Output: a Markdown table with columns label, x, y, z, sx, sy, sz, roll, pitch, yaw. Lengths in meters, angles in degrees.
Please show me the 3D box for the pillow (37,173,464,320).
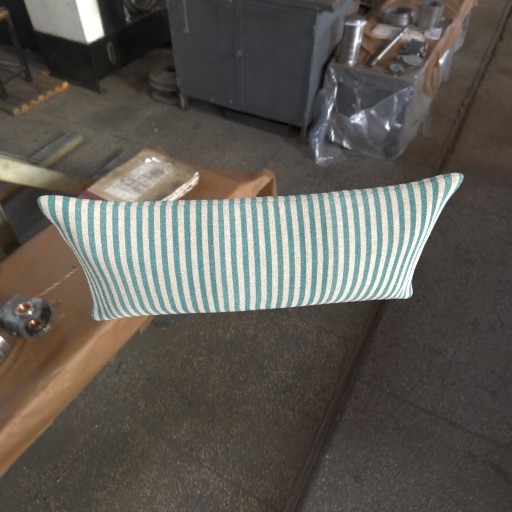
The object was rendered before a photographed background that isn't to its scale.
| label | x | y | z | sx | sy | sz | roll | pitch | yaw |
| --- | --- | --- | --- | --- | --- | --- | --- | --- | --- |
| pillow | 0.000 | 0.000 | 0.742 | 0.617 | 0.295 | 0.151 | -4 | 47 | -3 |
